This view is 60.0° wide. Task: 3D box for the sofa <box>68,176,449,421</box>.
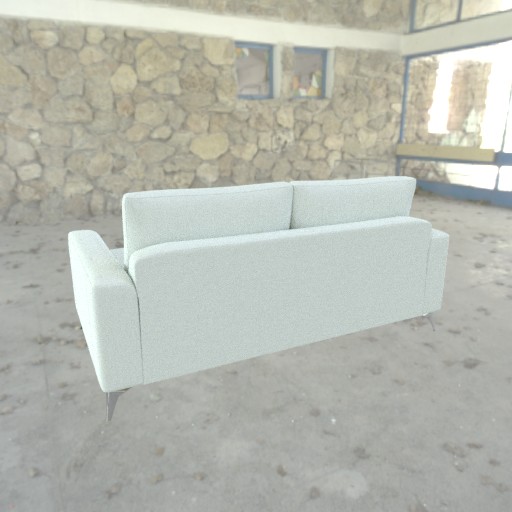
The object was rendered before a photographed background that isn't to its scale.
[{"bbox_3d":[0.000,0.000,2.194,1.650,0.790,0.920,-8,18,-26],"label":"sofa"}]
